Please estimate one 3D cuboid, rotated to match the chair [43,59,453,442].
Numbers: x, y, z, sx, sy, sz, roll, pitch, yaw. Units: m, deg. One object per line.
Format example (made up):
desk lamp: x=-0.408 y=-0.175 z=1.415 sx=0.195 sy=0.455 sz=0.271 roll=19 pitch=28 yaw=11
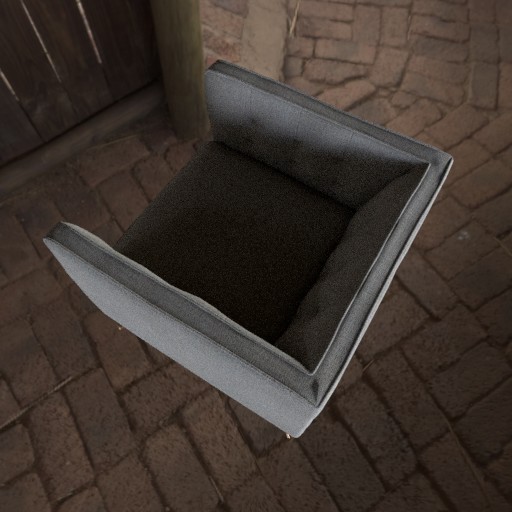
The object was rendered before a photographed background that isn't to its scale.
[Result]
chair: x=0.000 y=0.000 z=1.645 sx=0.912 sy=0.799 sz=0.920 roll=29 pitch=66 yaw=14
